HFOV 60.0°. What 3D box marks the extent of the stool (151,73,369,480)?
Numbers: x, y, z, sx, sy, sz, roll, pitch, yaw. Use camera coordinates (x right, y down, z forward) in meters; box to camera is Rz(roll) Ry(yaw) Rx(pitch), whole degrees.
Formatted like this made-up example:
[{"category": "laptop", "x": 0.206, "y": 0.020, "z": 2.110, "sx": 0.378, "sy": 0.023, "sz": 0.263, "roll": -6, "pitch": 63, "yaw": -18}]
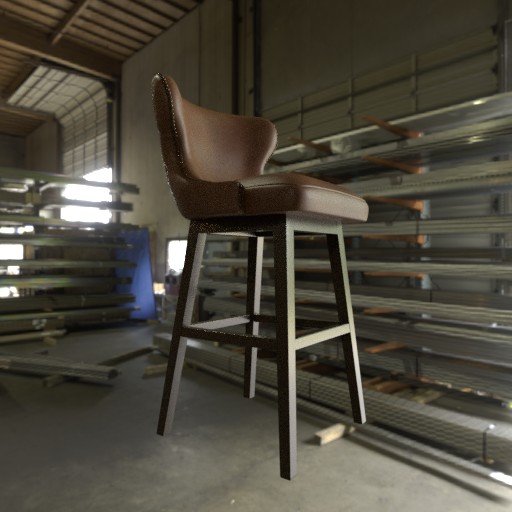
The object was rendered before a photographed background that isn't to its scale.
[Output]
[{"category": "stool", "x": 0.000, "y": 0.000, "z": 1.423, "sx": 0.606, "sy": 1.087, "sz": 0.591, "roll": 0, "pitch": 0, "yaw": 36}]
